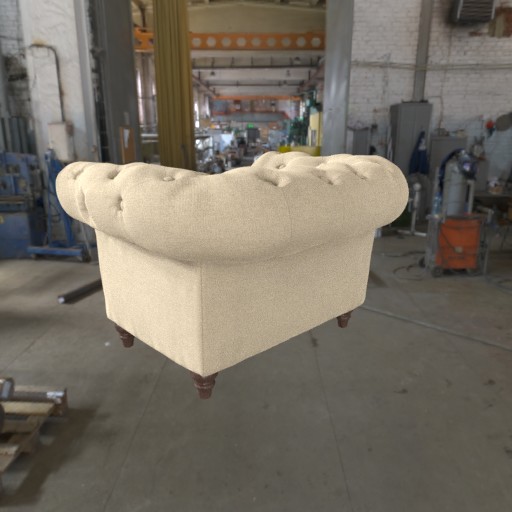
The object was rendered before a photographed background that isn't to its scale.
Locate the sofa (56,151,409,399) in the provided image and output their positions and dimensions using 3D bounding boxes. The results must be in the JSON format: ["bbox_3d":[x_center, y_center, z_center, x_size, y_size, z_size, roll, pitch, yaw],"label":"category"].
[{"bbox_3d":[0.000,0.000,1.995,1.405,0.878,1.034,-15,21,-43],"label":"sofa"}]
